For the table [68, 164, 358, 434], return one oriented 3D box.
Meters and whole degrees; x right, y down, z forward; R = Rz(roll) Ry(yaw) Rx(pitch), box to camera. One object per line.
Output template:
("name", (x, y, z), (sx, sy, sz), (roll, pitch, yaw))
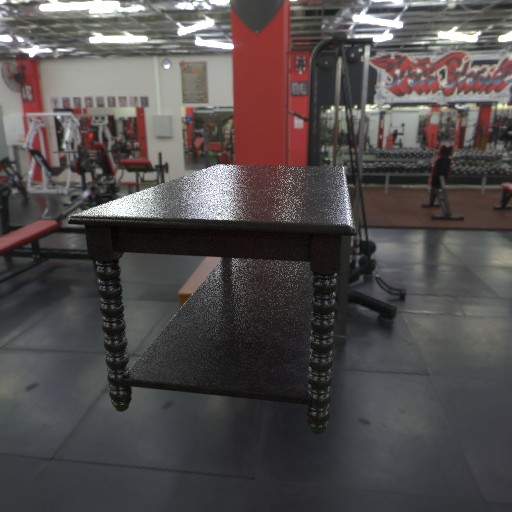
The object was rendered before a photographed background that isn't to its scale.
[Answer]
("table", (0.000, 0.000, 1.470), (0.580, 0.487, 1.171), (3, 17, 9))
